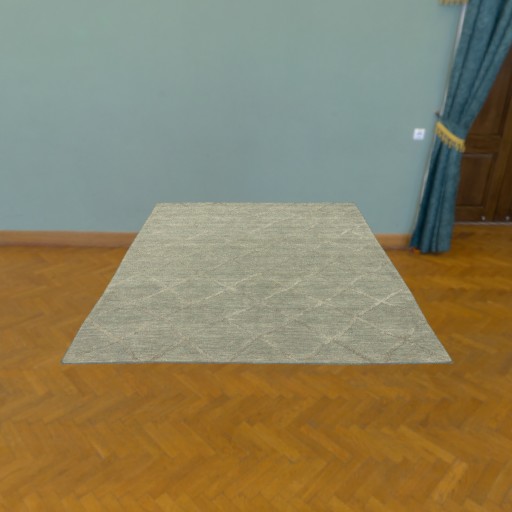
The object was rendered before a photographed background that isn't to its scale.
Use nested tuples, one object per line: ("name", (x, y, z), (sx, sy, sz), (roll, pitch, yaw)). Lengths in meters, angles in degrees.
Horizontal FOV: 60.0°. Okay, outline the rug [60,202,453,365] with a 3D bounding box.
("rug", (0.000, 0.000, 4.079), (2.438, 0.013, 3.048), (0, 26, 0))
